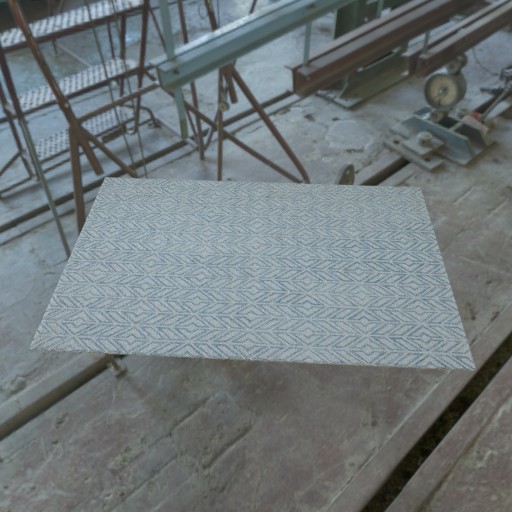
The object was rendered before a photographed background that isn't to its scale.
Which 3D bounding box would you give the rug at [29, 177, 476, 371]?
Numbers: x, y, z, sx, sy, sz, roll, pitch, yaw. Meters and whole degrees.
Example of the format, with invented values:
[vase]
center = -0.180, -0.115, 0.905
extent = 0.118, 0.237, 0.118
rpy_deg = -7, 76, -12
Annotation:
[rug]
center = 0.000, 0.000, 2.921
extent = 2.441, 0.008, 1.526
rpy_deg = 2, 48, 2
